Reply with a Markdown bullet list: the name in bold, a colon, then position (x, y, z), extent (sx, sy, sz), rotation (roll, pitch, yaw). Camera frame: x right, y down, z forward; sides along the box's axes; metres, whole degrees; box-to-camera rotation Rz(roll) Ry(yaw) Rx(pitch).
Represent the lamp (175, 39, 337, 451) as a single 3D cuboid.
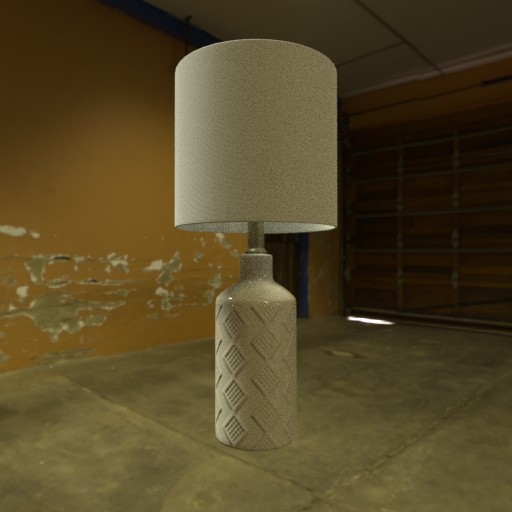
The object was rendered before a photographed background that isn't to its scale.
- **lamp**: position (0.000, 0.000, 0.573), extent (0.207, 0.461, 0.207), rotation (0, -1, -1)
